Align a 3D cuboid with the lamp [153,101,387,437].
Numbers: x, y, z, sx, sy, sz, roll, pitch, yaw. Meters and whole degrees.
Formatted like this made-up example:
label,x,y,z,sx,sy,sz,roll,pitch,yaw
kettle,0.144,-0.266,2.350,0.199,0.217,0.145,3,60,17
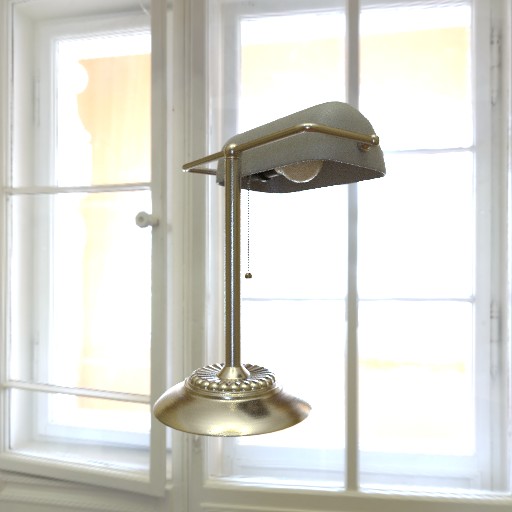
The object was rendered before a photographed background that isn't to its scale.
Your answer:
label,x,y,z,sx,sy,sz,roll,pitch,yaw
lamp,0.000,0.000,0.523,0.243,0.339,0.264,0,1,-36
